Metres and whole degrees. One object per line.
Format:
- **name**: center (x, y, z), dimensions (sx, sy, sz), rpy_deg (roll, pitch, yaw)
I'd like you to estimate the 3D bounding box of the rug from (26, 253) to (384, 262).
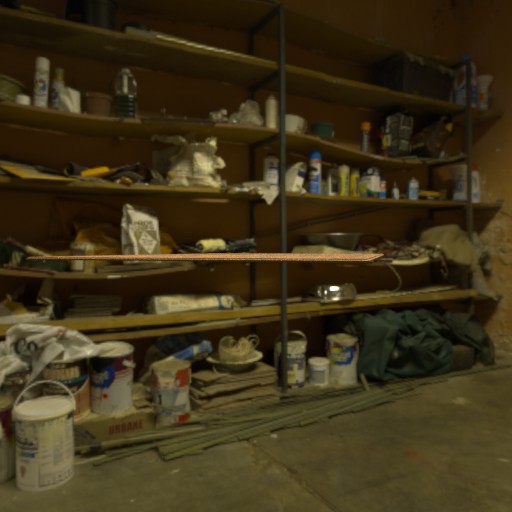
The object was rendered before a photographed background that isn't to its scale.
- **rug**: center (0.000, 0.000, 3.796), dimensions (2.043, 0.019, 2.916), rpy_deg (0, 1, 17)
